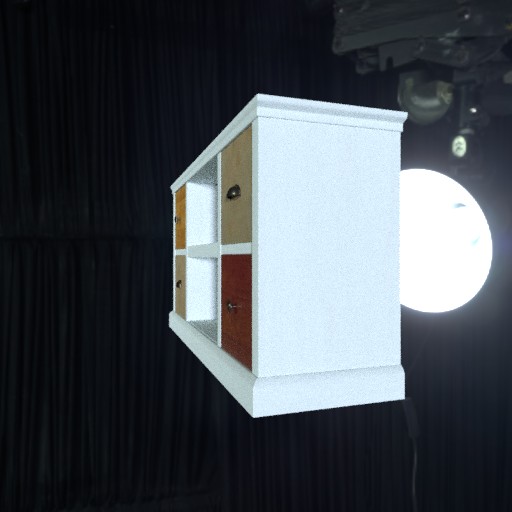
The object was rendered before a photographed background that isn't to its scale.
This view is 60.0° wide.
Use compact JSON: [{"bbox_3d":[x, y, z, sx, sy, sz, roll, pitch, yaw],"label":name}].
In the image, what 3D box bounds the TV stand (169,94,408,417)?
[{"bbox_3d":[0.000,0.000,1.476,0.424,0.624,1.187,0,0,-19],"label":"TV stand"}]
